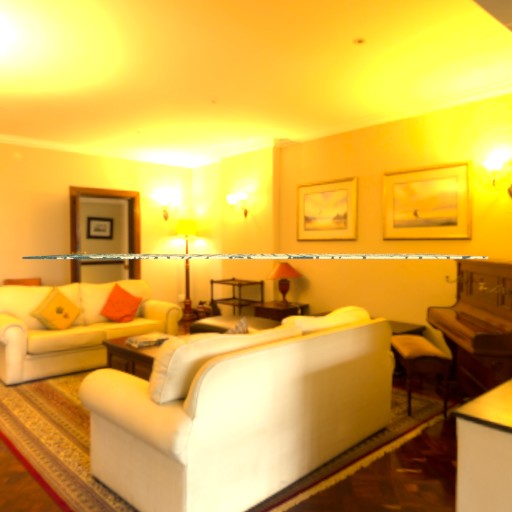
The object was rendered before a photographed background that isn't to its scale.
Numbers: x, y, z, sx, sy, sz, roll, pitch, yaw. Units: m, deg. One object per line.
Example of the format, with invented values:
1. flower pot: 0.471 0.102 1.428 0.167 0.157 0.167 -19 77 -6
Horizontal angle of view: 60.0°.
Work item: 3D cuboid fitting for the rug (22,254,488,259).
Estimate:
1. rug: 0.000 0.000 2.685 2.435 0.011 0.750 0 1 -1
